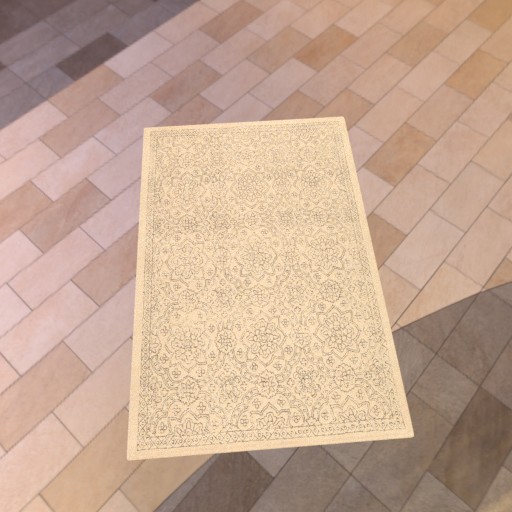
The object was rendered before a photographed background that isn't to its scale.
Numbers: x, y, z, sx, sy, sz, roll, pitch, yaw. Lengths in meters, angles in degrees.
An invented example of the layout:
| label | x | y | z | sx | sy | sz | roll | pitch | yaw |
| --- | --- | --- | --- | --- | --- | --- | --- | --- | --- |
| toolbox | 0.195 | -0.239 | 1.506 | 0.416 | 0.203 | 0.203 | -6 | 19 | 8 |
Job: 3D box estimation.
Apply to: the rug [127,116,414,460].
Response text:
| label | x | y | z | sx | sy | sz | roll | pitch | yaw |
| --- | --- | --- | --- | --- | --- | --- | --- | --- | --- |
| rug | 0.000 | 0.000 | 2.282 | 1.219 | 0.010 | 1.829 | -4 | 63 | -2 |
